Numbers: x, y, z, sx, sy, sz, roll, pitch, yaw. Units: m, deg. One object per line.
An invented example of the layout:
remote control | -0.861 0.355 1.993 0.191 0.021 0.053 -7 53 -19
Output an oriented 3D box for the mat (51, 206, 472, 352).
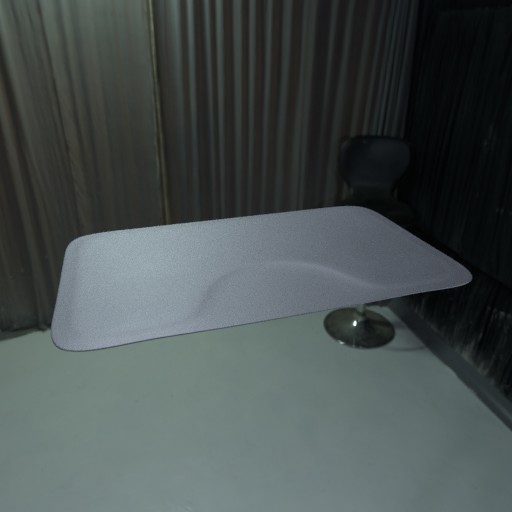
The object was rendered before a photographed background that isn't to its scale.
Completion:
mat | 0.000 0.000 1.839 1.524 0.013 0.918 -8 27 -16
